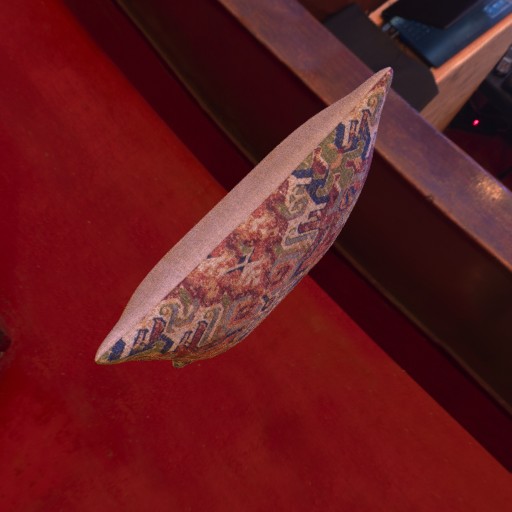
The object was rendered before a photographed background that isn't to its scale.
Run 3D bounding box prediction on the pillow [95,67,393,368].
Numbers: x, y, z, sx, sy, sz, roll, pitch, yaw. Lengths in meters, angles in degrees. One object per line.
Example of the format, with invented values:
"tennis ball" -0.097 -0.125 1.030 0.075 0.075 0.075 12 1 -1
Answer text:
"pillow" 0.000 0.000 0.776 0.166 0.506 0.523 43 80 9
